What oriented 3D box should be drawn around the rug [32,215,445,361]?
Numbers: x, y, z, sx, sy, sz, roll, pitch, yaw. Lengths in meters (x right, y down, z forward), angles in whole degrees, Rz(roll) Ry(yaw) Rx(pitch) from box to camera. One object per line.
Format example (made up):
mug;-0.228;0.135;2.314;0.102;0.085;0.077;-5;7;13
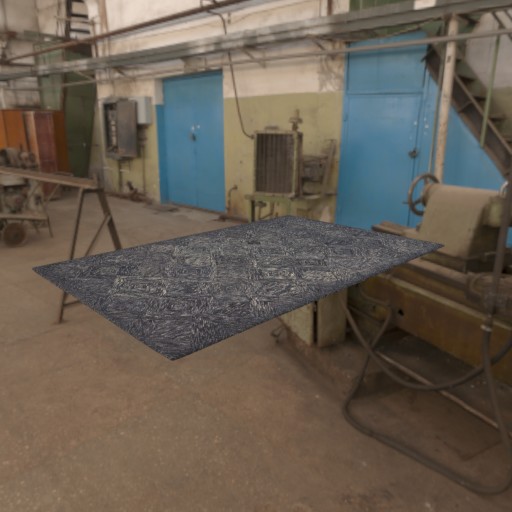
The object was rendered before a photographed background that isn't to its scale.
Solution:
rug;0.000;0.000;2.209;1.754;0.010;1.139;-16;23;-42
